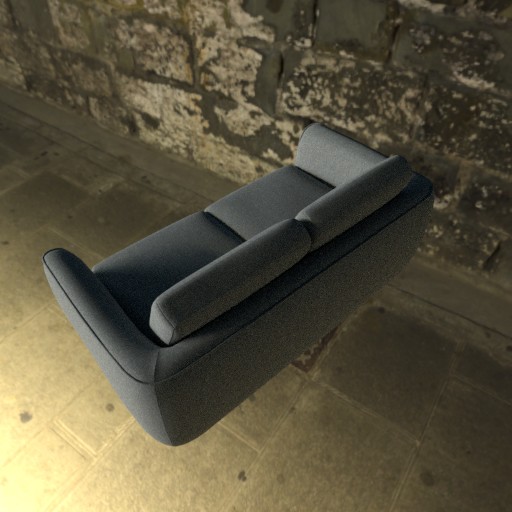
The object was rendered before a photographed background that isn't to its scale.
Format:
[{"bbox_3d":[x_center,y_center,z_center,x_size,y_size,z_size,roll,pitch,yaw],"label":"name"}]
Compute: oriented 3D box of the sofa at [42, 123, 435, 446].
[{"bbox_3d":[0.000,0.000,2.131,1.700,0.870,0.920,-32,54,-27],"label":"sofa"}]
